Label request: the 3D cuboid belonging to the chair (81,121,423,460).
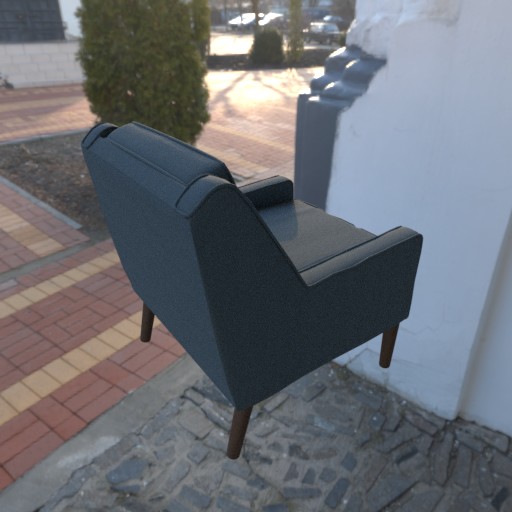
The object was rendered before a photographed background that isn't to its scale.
[{"bbox_3d":[0.000,0.000,1.329,0.733,0.780,0.663,-19,33,-31],"label":"chair"}]
